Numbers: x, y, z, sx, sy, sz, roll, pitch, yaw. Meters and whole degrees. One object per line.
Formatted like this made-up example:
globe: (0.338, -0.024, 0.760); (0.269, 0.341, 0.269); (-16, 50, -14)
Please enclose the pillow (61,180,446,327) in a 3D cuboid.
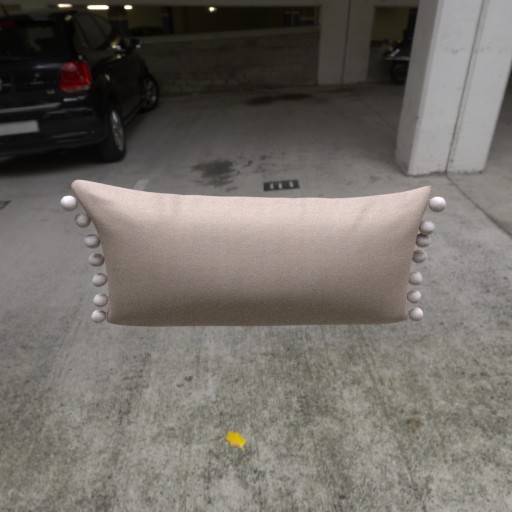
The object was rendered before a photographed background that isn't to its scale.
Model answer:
pillow: (0.000, 0.000, 0.882); (0.709, 0.322, 0.201); (0, 30, 0)
